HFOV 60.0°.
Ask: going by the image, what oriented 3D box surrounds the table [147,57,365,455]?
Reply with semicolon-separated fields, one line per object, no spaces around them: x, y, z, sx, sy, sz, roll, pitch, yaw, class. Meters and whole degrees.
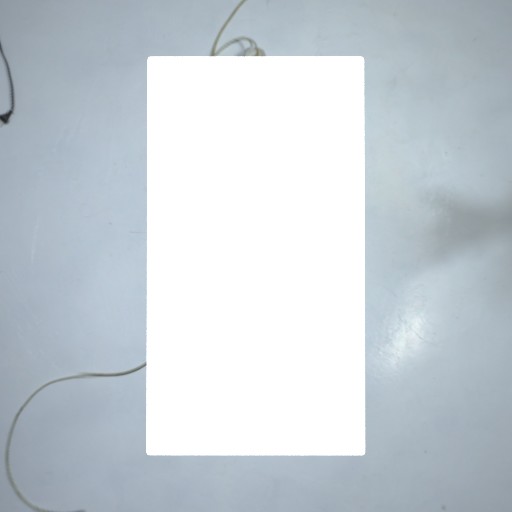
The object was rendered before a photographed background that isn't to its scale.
0.000;0.000;2.093;0.900;0.760;1.600;0;89;0;table
